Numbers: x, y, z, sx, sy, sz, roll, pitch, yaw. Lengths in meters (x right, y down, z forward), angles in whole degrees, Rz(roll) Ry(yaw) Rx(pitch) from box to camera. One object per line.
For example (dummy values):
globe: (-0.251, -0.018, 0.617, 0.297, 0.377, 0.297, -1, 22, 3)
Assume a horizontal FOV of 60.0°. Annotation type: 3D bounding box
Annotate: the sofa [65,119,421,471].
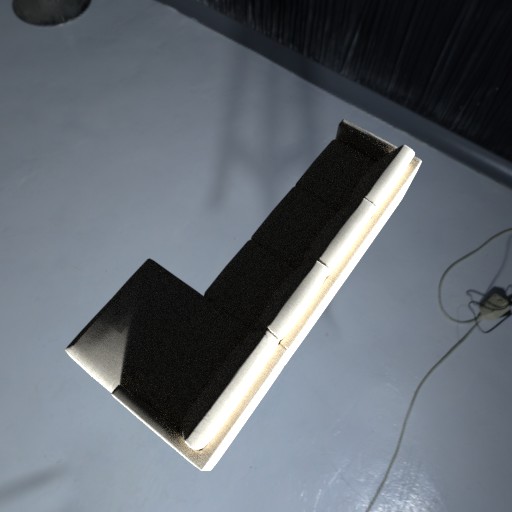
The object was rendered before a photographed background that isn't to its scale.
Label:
sofa: (0.000, 0.000, 4.235, 1.603, 0.954, 3.471, 34, 69, 15)
